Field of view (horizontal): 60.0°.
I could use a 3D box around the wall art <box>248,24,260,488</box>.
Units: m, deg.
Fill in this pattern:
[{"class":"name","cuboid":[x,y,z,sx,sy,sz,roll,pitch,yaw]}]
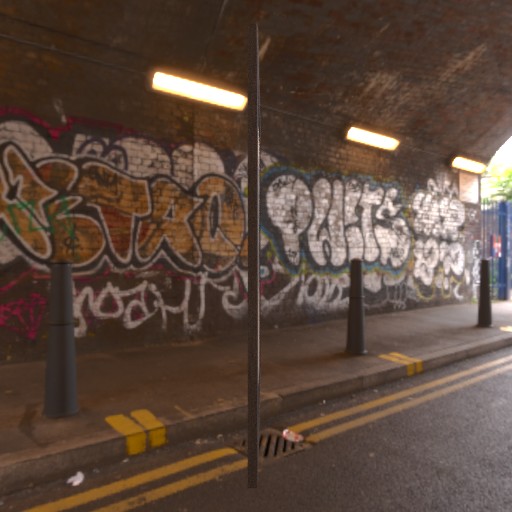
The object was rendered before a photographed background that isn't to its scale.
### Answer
[{"class":"wall art","cuboid":[0.000,0.000,0.782,0.013,0.570,0.476,0,0,1]}]
